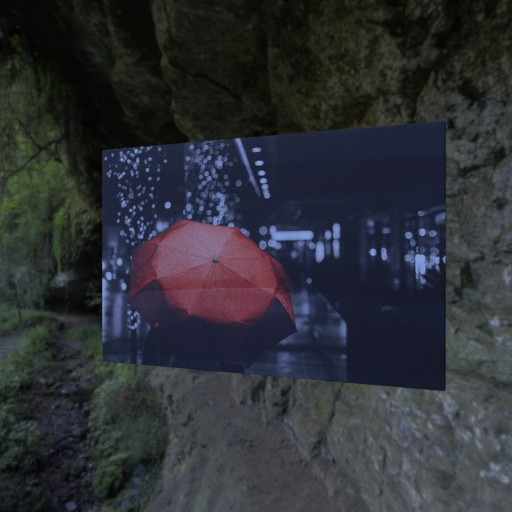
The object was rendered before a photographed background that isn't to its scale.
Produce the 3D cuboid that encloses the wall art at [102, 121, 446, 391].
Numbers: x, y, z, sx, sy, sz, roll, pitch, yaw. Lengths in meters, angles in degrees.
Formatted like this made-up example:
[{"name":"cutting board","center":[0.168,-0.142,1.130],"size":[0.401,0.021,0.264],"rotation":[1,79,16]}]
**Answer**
[{"name":"wall art","center":[0.000,0.000,0.774],"size":[0.609,0.406,0.037],"rotation":[0,0,18]}]
